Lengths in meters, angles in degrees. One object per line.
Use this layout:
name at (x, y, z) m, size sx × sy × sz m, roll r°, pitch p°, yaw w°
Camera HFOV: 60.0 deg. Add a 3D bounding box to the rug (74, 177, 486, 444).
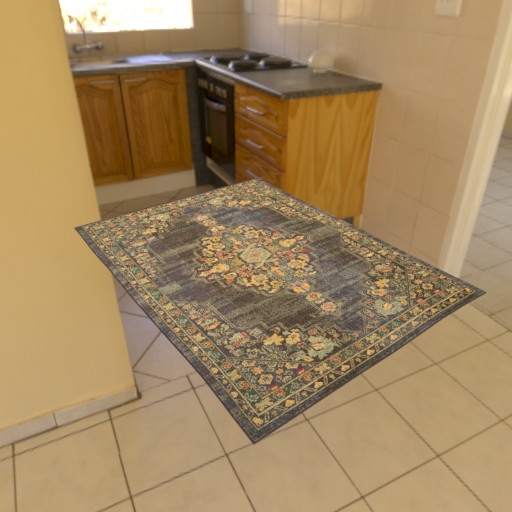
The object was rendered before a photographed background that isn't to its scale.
rug at (0.000, 0.000, 4.704) m, size 2.716 × 0.035 × 3.612 m, roll -21°, pitch 37°, yaw -30°
